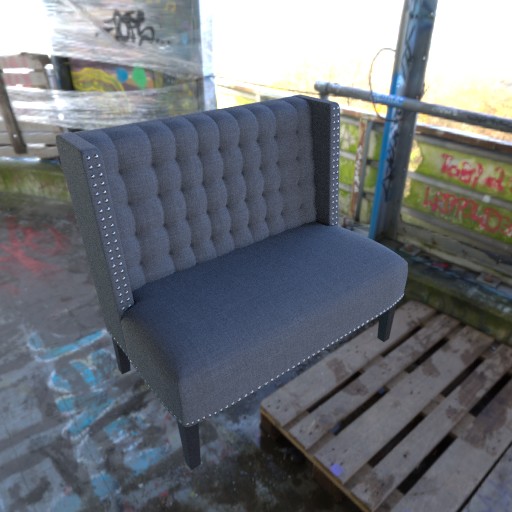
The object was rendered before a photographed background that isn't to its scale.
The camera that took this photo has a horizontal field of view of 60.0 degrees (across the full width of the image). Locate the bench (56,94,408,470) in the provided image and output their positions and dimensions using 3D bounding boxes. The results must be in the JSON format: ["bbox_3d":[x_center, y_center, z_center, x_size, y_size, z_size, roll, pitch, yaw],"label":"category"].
[{"bbox_3d":[0.000,0.000,1.982,1.276,1.121,0.842,-22,37,-32],"label":"bench"}]
